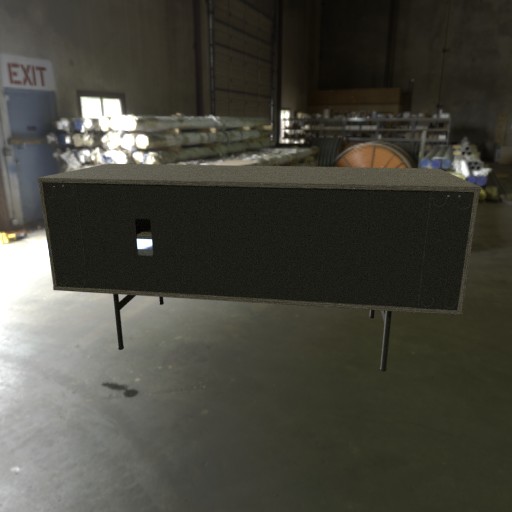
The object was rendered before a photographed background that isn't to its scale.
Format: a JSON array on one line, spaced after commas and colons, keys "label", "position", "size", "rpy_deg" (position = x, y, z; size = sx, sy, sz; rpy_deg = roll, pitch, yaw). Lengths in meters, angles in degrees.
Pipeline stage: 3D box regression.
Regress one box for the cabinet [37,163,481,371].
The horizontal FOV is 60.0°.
[{"label": "cabinet", "position": [0.000, 0.000, 1.607], "size": [1.300, 0.599, 0.500], "rpy_deg": [3, 17, 9]}]
